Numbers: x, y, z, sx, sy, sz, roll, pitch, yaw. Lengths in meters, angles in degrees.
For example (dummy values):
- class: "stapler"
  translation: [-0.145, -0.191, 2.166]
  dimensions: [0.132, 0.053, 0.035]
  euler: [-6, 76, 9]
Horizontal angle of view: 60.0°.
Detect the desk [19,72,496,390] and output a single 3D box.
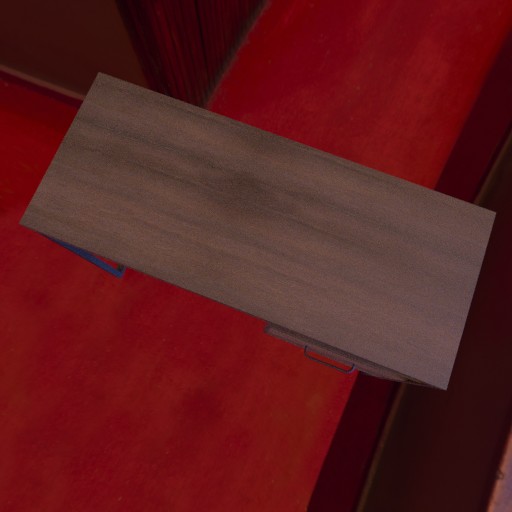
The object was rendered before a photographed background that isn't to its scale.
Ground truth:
- class: "desk"
  translation: [0.000, 0.000, 1.503]
  dimensions: [1.134, 0.752, 0.511]
  euler: [21, 78, 5]
